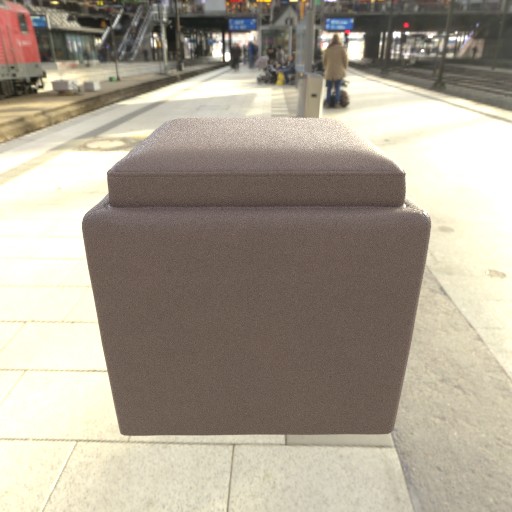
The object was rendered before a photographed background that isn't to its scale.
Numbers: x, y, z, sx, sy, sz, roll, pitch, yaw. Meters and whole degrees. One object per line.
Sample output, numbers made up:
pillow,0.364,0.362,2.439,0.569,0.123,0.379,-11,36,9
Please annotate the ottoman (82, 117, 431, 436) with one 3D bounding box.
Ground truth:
ottoman,0.000,0.000,0.807,0.450,0.460,0.451,0,25,0
